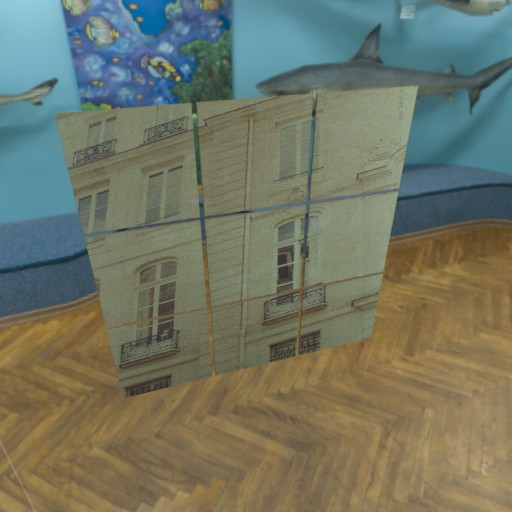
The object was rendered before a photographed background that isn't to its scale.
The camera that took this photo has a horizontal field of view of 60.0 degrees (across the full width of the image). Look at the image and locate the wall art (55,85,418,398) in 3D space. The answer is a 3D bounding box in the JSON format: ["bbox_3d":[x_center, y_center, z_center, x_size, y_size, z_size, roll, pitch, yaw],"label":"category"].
[{"bbox_3d":[0.000,0.000,2.207,1.526,1.522,0.023,-10,34,-15],"label":"wall art"}]
